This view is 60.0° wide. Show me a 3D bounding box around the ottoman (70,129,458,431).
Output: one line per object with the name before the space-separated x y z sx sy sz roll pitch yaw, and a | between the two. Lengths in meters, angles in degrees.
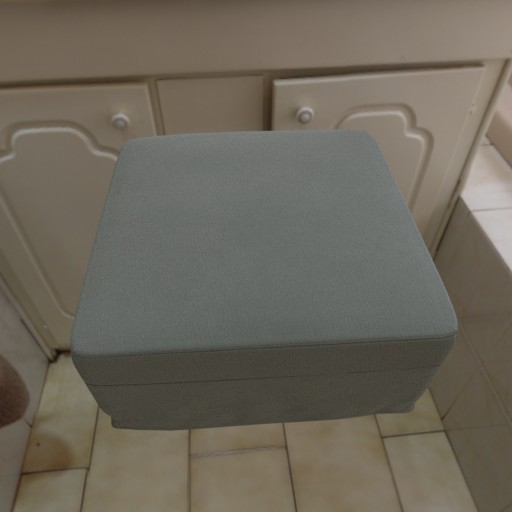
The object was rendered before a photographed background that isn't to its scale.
ottoman | 0.000 0.000 1.307 0.842 0.441 0.843 -3 46 -2
